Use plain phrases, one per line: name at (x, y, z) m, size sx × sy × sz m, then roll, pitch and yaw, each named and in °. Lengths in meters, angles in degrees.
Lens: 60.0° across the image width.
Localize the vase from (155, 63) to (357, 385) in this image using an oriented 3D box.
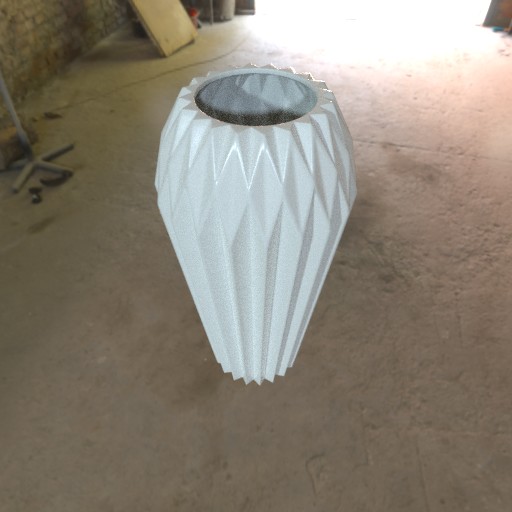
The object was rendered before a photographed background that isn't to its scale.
vase at (0.000, 0.000, 0.346) m, size 0.133 × 0.263 × 0.133 m, roll 0°, pitch 46°, yaw 0°
